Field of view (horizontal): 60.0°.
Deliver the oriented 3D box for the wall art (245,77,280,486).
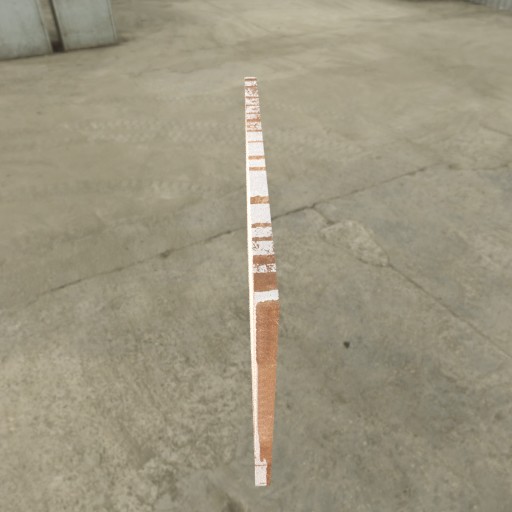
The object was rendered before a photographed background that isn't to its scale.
[{"bbox_3d":[0.000,0.000,1.166,0.035,0.609,0.914,-1,41,-2],"label":"wall art"}]
